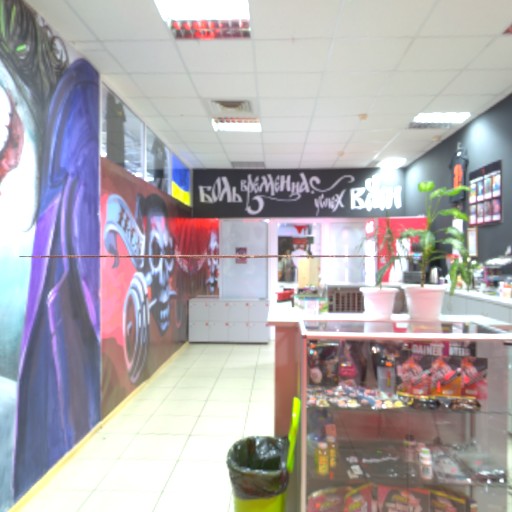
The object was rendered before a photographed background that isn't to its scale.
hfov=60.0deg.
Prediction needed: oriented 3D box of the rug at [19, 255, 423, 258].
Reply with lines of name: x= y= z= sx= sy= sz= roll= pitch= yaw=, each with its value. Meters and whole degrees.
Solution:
rug: x=0.000 y=0.000 z=2.174 sx=1.142 sy=0.010 sz=1.748 roll=0 pitch=0 yaw=36
